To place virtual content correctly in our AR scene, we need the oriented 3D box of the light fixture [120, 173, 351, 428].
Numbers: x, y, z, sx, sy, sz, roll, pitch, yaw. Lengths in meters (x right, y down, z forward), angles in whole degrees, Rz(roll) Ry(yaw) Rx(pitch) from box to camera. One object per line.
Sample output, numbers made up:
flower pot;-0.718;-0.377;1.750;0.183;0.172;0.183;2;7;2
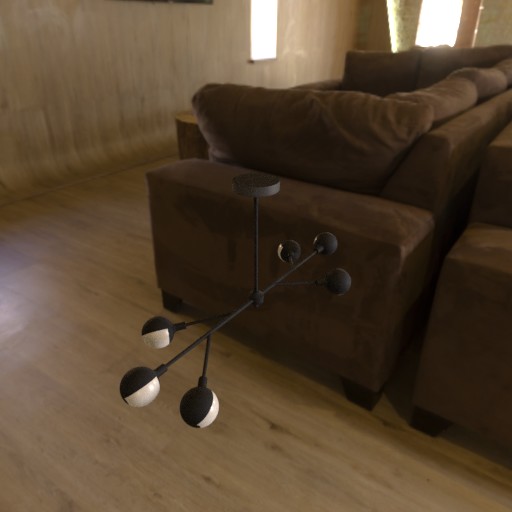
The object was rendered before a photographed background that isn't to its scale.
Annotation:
light fixture;0.000;0.000;1.022;0.778;0.362;0.434;-20;33;-34
